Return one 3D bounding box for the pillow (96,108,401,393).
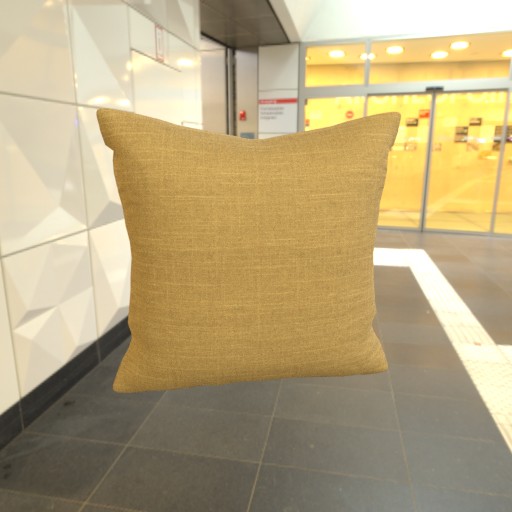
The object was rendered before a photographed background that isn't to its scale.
[{"bbox_3d":[0.000,0.000,0.638,0.424,0.400,0.169,-2,14,-8],"label":"pillow"}]
